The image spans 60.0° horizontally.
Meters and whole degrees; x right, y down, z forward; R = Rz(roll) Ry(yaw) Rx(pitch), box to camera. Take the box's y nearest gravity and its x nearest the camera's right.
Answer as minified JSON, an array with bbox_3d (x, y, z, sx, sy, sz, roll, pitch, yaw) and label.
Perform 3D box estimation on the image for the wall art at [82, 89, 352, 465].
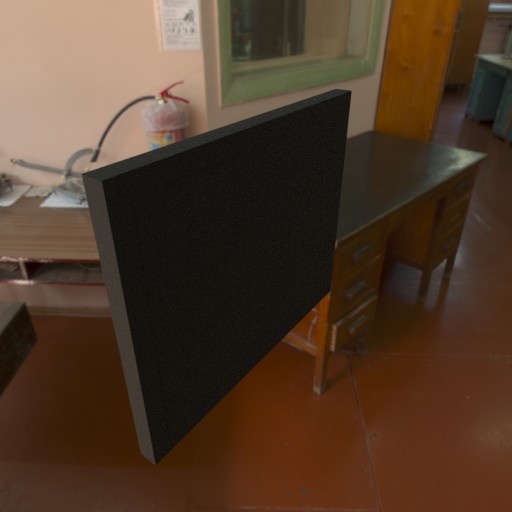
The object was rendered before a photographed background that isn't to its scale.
[{"bbox_3d":[0.000,0.000,0.545,0.024,0.329,0.404,21,37,30],"label":"wall art"}]
